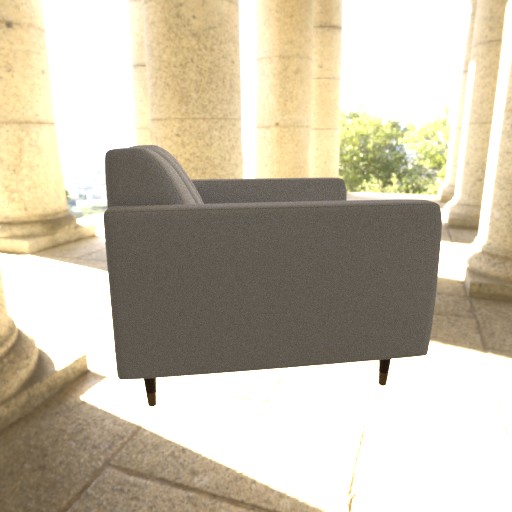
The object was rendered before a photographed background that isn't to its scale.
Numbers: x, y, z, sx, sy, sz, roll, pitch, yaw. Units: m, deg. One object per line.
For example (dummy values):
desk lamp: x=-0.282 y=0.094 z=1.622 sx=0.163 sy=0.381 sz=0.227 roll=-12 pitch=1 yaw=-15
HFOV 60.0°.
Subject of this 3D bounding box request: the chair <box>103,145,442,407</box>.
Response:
chair: x=0.000 y=0.000 z=1.698 sx=0.998 sy=0.819 sz=0.953 roll=-2 pitch=15 yaw=-9
